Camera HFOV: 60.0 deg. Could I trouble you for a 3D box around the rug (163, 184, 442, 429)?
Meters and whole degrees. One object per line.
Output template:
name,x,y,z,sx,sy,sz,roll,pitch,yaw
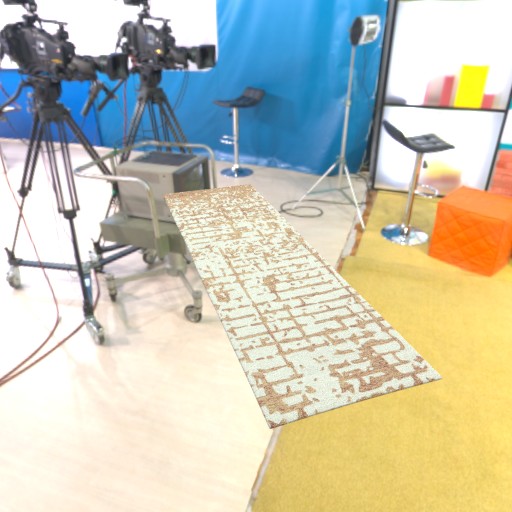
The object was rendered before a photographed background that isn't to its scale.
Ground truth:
rug,0.000,0.000,2.690,0.750,0.011,2.435,-10,30,-17
